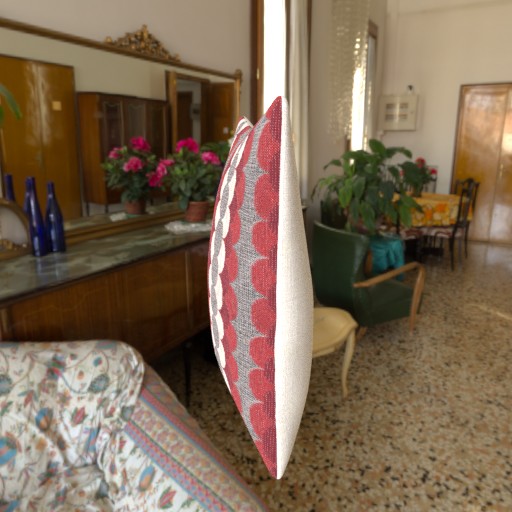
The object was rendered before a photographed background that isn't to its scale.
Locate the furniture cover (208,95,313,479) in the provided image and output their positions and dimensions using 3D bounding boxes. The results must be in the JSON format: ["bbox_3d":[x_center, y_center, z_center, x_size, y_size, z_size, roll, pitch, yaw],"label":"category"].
[{"bbox_3d":[0.000,0.000,0.660,0.145,0.420,0.435,-2,14,-6],"label":"furniture cover"}]
